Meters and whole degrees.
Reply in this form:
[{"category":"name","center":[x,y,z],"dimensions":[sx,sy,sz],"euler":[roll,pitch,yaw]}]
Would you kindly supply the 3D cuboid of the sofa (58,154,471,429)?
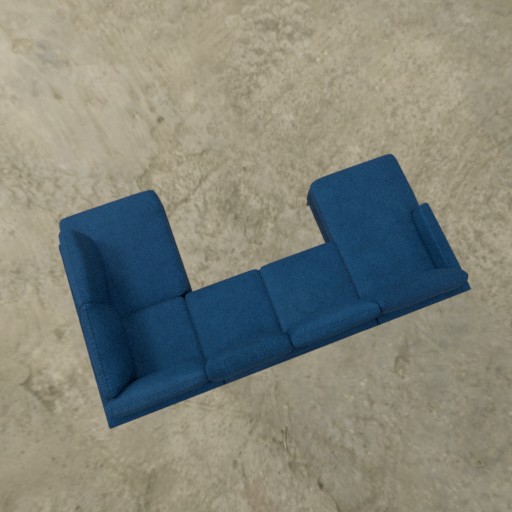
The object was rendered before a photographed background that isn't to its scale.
[{"category":"sofa","center":[0.000,0.000,4.305],"dimensions":[3.434,0.992,2.055],"euler":[-20,76,-5]}]
